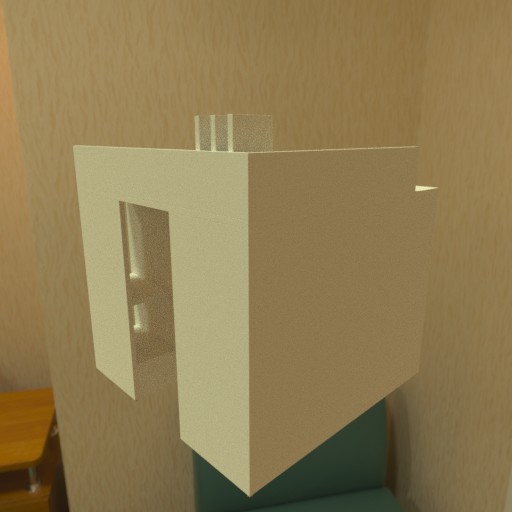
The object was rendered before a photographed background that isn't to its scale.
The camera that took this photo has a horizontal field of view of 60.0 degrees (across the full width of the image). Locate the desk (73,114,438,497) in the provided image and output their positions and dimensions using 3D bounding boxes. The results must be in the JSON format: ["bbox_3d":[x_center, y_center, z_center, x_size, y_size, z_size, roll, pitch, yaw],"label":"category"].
[{"bbox_3d":[0.000,0.000,1.699,0.940,0.986,0.940,-14,21,-42],"label":"desk"}]
